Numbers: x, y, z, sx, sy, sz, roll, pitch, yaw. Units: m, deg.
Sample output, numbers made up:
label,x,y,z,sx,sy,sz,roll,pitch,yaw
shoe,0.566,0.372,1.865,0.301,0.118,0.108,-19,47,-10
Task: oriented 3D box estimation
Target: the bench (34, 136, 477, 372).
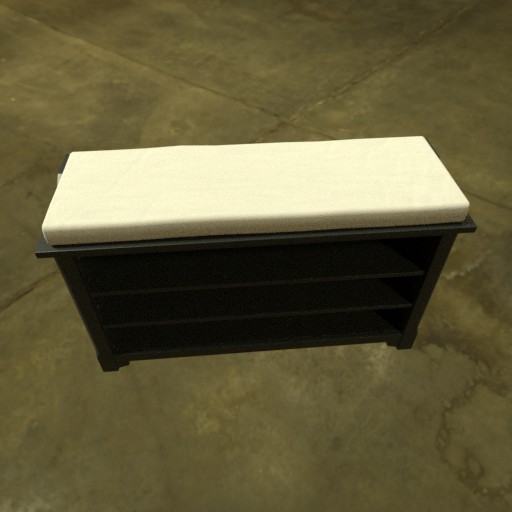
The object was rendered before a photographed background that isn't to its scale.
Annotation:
label,x,y,z,sx,sy,sz,roll,pitch,yaw
bench,0.000,0.000,1.245,0.973,0.561,0.345,-3,45,-4
